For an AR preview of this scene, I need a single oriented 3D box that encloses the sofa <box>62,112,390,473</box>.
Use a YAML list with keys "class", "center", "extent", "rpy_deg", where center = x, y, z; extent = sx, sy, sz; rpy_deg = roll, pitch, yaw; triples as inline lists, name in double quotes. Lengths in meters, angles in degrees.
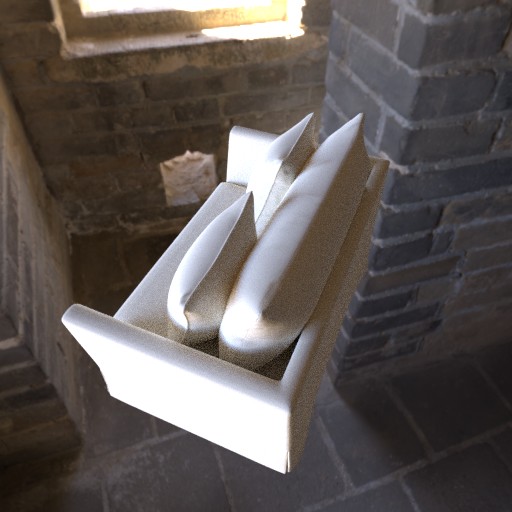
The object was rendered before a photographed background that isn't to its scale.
- class: "sofa"
  center: [0.000, 0.000, 2.252]
  extent: [1.026, 1.039, 1.608]
  rpy_deg: [17, 48, 16]
